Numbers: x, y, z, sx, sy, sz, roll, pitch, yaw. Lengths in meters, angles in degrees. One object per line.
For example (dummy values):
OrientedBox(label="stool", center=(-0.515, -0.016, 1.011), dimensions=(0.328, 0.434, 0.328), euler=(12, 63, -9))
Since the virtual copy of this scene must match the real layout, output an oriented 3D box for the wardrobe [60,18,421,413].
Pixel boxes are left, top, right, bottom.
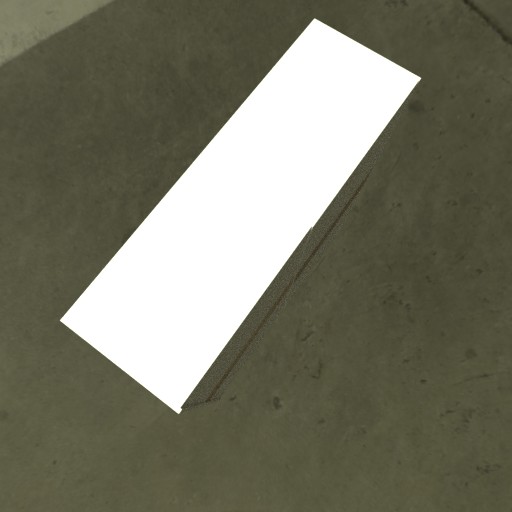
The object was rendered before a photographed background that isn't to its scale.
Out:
OrientedBox(label="wardrobe", center=(0.000, 0.000, 2.888), dimensions=(0.600, 2.020, 1.830), euler=(34, 76, 10))
